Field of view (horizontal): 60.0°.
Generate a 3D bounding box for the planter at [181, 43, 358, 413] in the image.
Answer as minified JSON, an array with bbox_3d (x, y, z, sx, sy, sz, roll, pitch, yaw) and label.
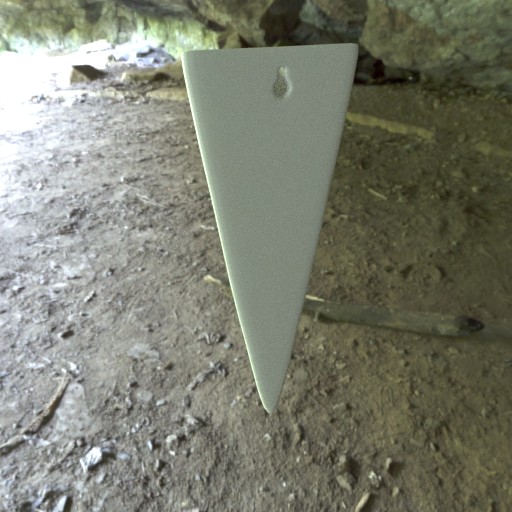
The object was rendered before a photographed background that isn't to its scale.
[{"bbox_3d":[0.000,0.000,0.392,0.143,0.338,0.065,-18,33,-30],"label":"planter"}]
